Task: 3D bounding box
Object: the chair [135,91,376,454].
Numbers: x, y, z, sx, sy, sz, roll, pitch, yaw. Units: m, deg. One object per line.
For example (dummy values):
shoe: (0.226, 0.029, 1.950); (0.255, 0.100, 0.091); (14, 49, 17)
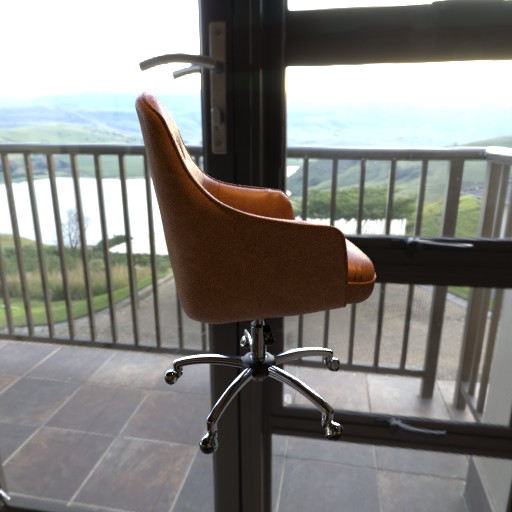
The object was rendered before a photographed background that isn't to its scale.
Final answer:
chair: (0.000, 0.000, 1.323); (0.615, 0.909, 0.628); (-2, 16, -8)
